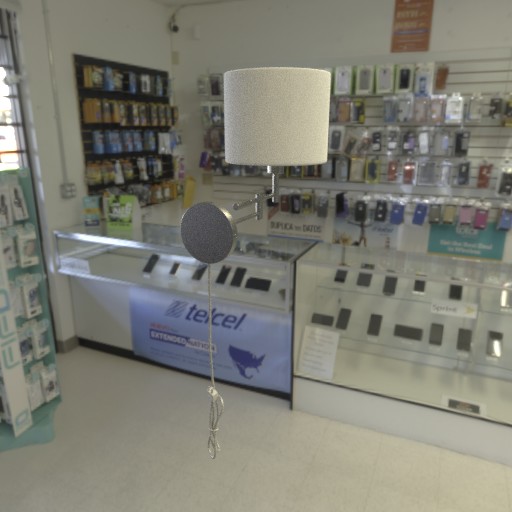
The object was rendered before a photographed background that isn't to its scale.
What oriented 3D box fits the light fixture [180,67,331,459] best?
[{"bbox_3d":[0.000,0.000,1.074,0.253,0.842,0.479,8,18,25],"label":"light fixture"}]
